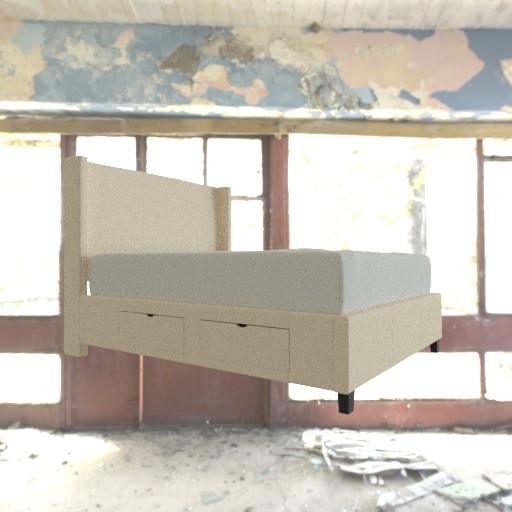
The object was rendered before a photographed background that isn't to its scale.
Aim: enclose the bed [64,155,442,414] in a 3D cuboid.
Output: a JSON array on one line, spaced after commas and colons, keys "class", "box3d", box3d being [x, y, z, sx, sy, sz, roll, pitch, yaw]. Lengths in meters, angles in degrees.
[{"class": "bed", "box3d": [0.000, 0.000, 3.370, 2.280, 1.471, 1.765, 0, 0, 36]}]
